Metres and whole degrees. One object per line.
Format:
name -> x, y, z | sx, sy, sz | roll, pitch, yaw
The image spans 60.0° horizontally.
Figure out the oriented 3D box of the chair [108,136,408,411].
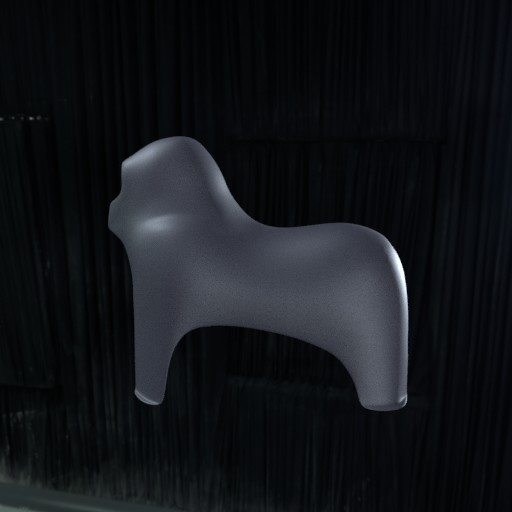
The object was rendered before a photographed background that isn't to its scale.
chair -> 0.000, 0.000, 1.147 | 0.758, 0.600, 0.490 | 2, 13, 8
